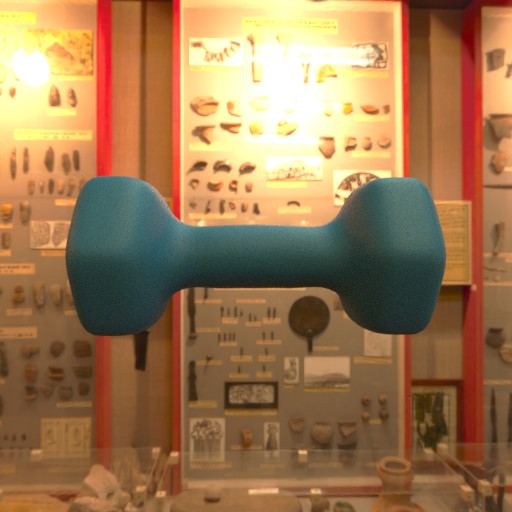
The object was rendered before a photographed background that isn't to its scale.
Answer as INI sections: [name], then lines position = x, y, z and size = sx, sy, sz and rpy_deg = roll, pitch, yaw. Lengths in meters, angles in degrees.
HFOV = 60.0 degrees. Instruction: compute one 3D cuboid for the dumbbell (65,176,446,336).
[dumbbell]
position = 0.000, 0.000, 0.196
size = 0.152, 0.066, 0.074
rpy_deg = 0, 0, -1
